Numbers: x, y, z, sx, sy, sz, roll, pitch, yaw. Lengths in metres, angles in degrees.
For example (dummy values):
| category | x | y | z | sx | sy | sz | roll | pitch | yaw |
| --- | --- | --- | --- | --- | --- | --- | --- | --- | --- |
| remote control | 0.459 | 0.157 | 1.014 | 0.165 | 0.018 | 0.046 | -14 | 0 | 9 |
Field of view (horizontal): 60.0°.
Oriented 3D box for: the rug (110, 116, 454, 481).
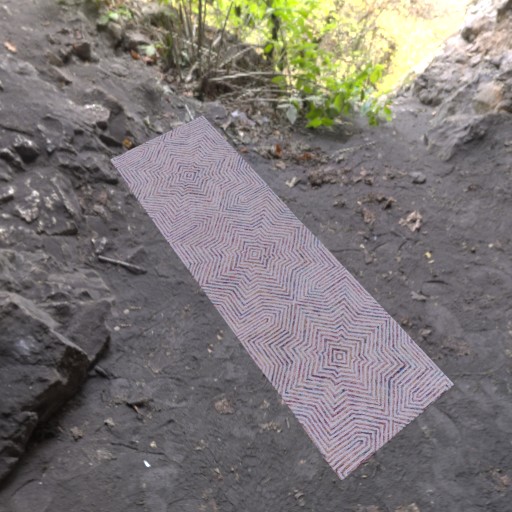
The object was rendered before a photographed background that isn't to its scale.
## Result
| category | x | y | z | sx | sy | sz | roll | pitch | yaw |
| --- | --- | --- | --- | --- | --- | --- | --- | --- | --- |
| rug | 0.000 | 0.000 | 2.674 | 0.771 | 0.009 | 2.443 | -31 | 64 | -17 |
